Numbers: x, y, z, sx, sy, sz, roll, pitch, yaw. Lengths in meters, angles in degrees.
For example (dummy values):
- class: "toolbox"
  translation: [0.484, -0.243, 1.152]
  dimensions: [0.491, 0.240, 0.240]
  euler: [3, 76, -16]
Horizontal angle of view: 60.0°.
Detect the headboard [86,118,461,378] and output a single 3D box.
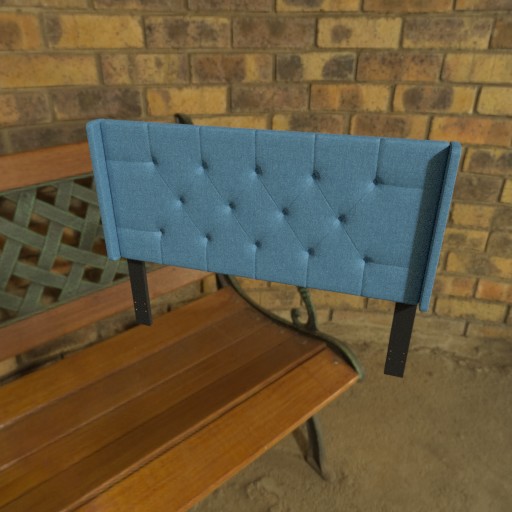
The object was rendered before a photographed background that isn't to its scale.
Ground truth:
- class: "headboard"
  translation: [0.000, 0.000, 2.740]
  dimensions: [2.051, 1.524, 0.184]
  euler: [8, 28, 16]
